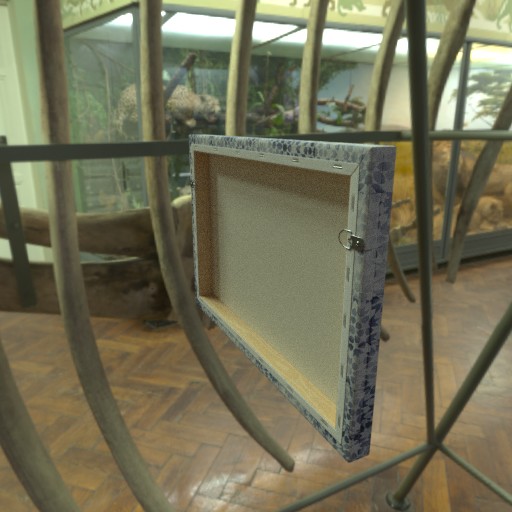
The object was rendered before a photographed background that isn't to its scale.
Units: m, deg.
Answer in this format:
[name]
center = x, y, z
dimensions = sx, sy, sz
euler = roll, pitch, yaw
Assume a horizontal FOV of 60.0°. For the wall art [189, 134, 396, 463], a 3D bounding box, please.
[wall art]
center = 0.000, 0.000, 1.185
dimensions = 0.057, 0.608, 0.911
euler = -8, 18, -25
